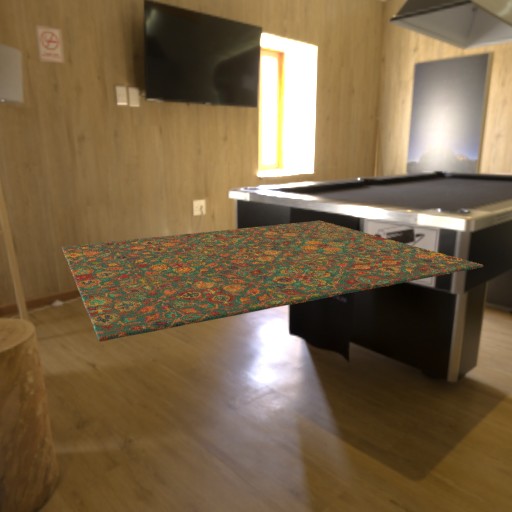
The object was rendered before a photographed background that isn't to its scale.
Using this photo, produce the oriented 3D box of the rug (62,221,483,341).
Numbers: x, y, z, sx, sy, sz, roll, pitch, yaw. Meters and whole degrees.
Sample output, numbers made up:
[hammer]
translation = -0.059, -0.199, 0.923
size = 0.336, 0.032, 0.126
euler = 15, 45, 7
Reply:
[rug]
translation = 0.000, 0.000, 4.183
size = 3.204, 0.025, 2.434
euler = -8, 17, -26
